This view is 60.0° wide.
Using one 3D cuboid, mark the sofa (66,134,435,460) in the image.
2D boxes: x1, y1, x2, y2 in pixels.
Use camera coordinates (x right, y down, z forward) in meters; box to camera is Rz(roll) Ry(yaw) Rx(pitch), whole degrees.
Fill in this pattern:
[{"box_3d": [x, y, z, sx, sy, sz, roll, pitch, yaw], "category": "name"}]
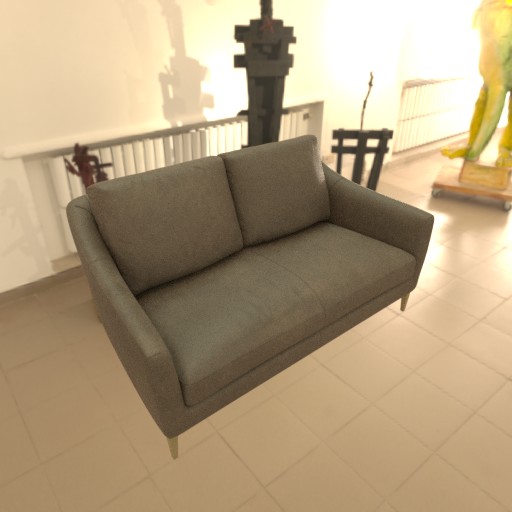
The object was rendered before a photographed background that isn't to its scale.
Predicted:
[{"box_3d": [0.000, 0.000, 2.203, 1.619, 0.902, 0.960, -22, 37, -33], "category": "sofa"}]
